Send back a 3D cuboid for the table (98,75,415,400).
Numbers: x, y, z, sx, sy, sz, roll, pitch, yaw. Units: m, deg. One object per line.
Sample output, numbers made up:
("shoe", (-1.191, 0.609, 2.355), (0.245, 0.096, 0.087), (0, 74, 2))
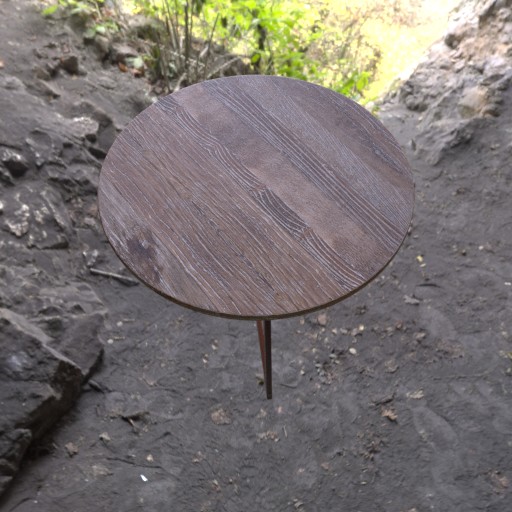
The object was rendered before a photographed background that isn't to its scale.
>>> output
("table", (0.000, 0.000, 0.920), (0.500, 0.500, 0.500), (0, 58, 0))
